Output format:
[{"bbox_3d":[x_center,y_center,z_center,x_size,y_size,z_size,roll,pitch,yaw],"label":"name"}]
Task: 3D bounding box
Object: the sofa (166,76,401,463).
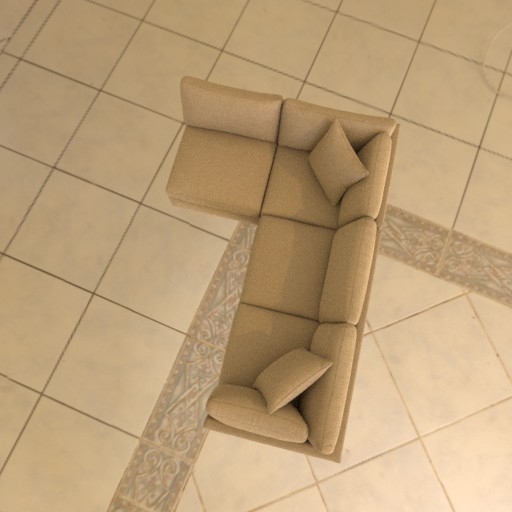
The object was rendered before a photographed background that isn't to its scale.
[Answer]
[{"bbox_3d":[0.000,0.000,3.871,1.994,0.978,2.896,13,76,3],"label":"sofa"}]
